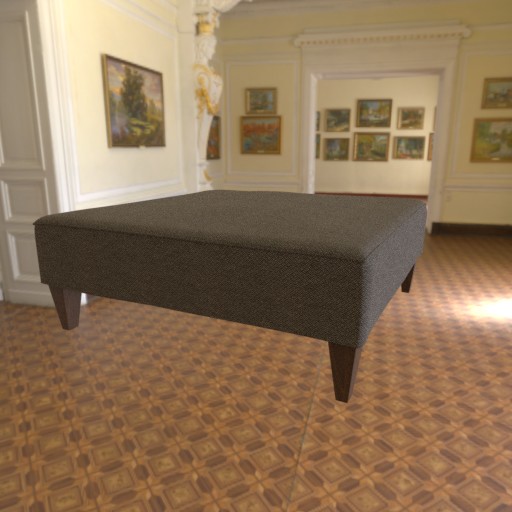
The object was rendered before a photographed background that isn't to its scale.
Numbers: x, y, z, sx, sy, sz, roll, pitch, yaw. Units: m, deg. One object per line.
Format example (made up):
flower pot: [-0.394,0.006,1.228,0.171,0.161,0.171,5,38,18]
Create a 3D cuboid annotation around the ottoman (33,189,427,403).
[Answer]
ottoman: [0.000,0.000,1.514,0.981,0.378,0.970,7,15,26]
